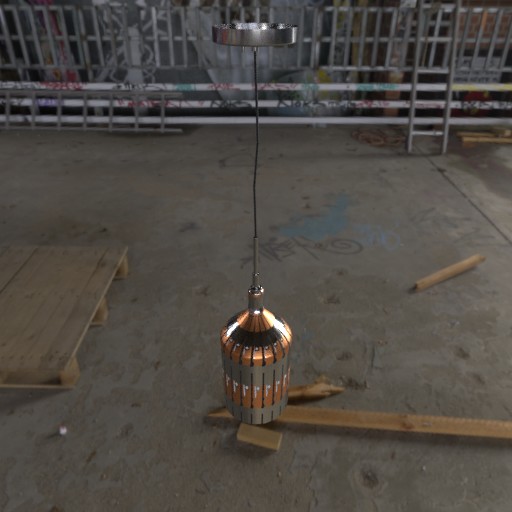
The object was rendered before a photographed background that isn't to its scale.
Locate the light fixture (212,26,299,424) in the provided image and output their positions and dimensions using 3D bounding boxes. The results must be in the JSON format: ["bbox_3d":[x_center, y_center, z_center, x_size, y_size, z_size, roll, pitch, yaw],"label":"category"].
[{"bbox_3d":[0.000,0.000,1.662,0.303,1.535,0.303,0,31,0],"label":"light fixture"}]
